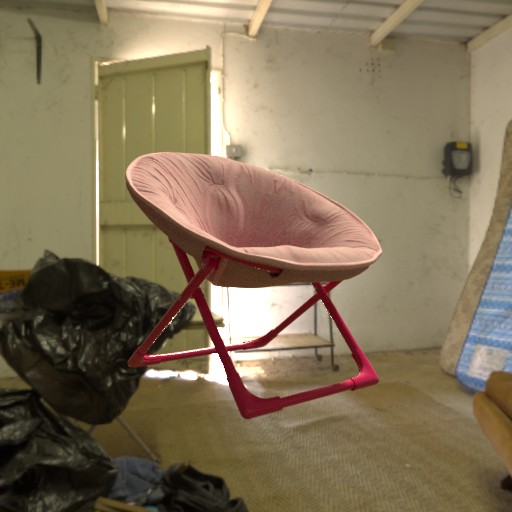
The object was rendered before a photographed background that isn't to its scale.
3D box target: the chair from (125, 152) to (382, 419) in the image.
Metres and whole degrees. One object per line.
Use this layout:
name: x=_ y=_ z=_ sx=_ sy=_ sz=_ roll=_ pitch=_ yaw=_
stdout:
chair: x=0.000 y=0.000 z=0.908 sx=0.522 sy=0.494 sz=0.459 roll=0 pitch=1 yaw=-36
